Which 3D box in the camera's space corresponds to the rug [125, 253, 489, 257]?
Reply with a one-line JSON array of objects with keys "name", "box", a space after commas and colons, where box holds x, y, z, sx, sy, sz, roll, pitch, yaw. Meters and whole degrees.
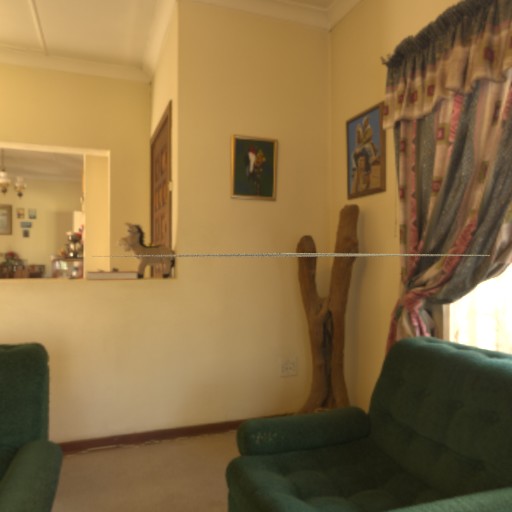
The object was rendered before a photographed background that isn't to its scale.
[{"name": "rug", "box": [0.000, 0.000, 3.055, 1.519, 0.003, 2.453, 0, 0, -36]}]
